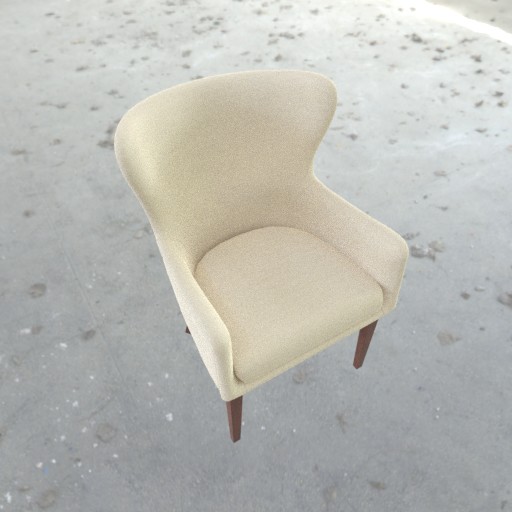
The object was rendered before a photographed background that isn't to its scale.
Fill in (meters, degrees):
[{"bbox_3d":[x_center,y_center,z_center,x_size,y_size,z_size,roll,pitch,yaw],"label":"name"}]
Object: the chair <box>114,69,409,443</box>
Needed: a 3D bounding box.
[{"bbox_3d":[0.000,0.000,1.501,0.696,0.990,0.744,-24,50,-21],"label":"chair"}]
